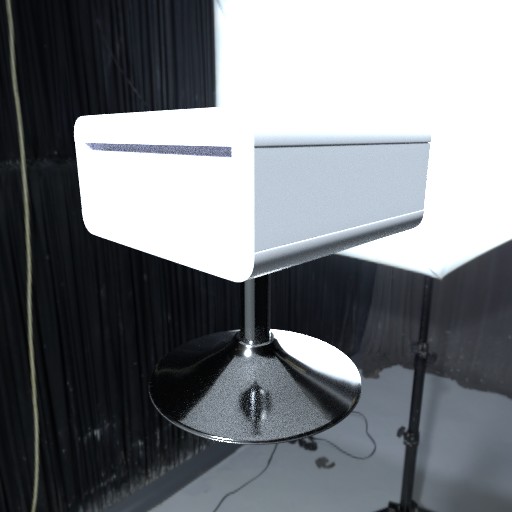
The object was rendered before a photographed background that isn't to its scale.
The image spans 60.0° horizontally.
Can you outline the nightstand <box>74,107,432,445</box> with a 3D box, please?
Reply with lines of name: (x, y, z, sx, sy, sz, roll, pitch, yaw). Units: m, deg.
nightstand: (0.000, 0.000, 0.745, 0.404, 0.447, 0.399, -15, 21, -43)
